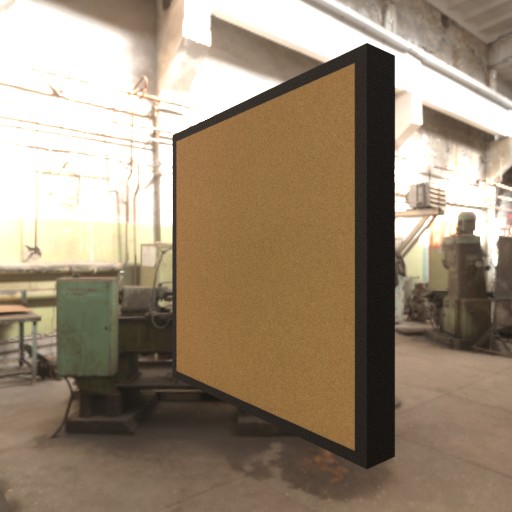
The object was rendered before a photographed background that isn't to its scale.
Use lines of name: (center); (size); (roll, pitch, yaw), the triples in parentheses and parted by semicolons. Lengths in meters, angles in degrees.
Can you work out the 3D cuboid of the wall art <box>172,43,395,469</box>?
wall art: (0.000, 0.000, 0.447); (0.033, 0.304, 0.305); (0, 0, -37)
